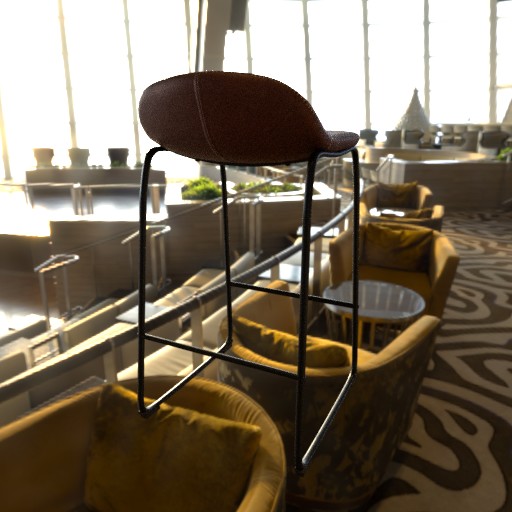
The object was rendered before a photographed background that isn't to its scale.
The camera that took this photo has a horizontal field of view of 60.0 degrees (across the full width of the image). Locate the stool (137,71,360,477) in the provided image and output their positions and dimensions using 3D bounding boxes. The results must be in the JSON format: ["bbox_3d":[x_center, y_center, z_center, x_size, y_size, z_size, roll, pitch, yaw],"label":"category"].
[{"bbox_3d":[0.000,0.000,1.129,0.454,0.830,0.473,8,18,26],"label":"stool"}]
